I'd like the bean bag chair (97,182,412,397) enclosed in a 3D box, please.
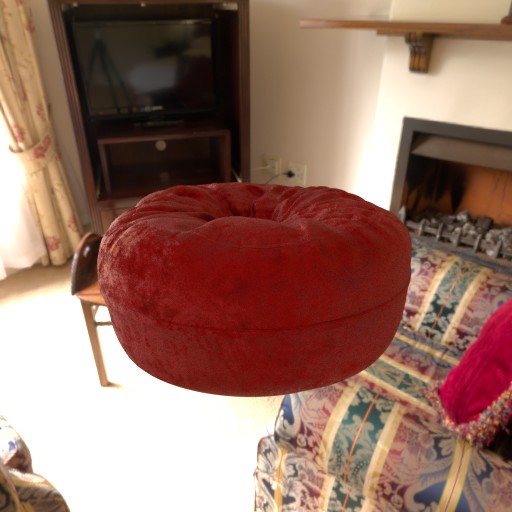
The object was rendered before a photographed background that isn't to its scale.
[{"bbox_3d":[0.000,0.000,2.408,1.524,0.878,1.524,-1,30,-2],"label":"bean bag chair"}]
